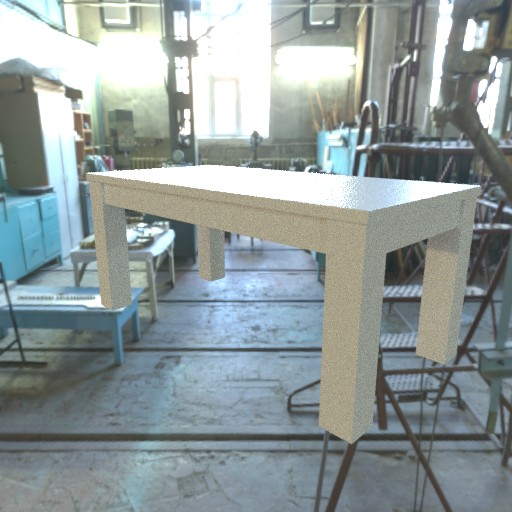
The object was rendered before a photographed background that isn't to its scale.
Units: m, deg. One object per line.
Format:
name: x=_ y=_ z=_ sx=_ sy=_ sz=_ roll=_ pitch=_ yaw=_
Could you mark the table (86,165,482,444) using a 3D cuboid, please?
table: x=0.000 y=0.000 z=2.284 sx=1.800 sy=0.790 sz=0.900 roll=15 pitch=21 yaw=43
